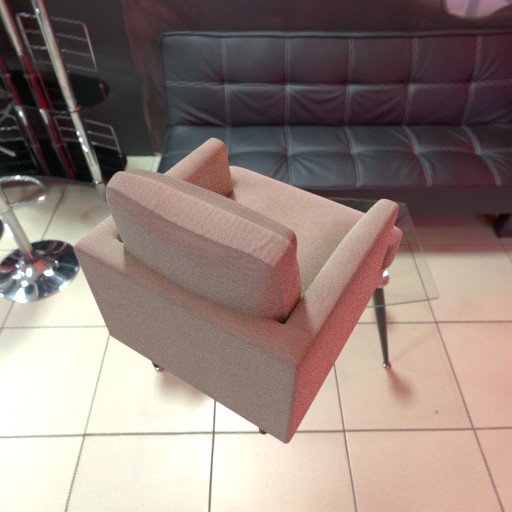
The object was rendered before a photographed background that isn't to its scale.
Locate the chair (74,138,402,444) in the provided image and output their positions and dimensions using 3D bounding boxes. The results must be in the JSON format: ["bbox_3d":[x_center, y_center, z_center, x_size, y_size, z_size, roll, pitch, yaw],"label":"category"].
[{"bbox_3d":[0.000,0.000,1.662,0.858,0.957,0.899,24,51,21],"label":"chair"}]
